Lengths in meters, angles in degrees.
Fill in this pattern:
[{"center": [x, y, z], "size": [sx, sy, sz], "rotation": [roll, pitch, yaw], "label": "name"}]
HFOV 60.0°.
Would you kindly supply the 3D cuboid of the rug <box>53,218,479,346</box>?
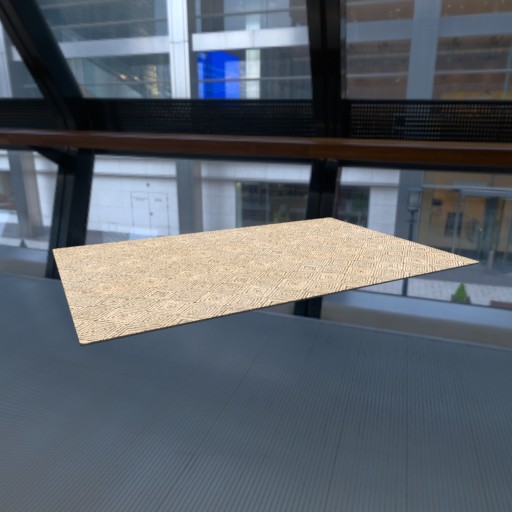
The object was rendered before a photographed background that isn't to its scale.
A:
[{"center": [0.000, 0.000, 2.207], "size": [1.783, 0.008, 1.175], "rotation": [-8, 18, -26], "label": "rug"}]
